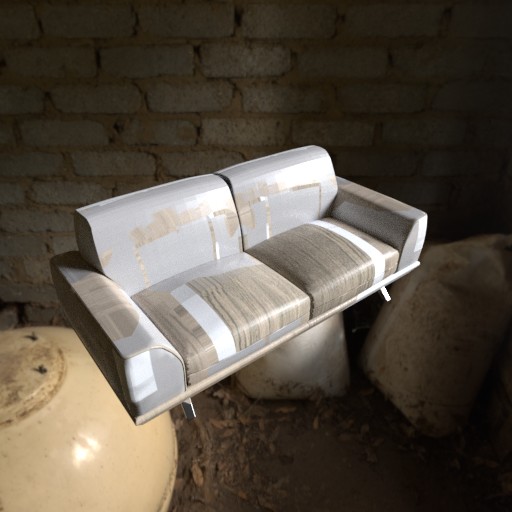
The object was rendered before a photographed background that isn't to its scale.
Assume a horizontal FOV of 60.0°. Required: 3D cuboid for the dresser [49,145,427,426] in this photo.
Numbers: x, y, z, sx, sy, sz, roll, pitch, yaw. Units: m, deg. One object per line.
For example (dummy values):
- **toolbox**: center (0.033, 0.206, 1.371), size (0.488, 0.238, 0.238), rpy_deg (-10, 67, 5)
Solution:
- **dresser**: center (0.000, 0.000, 5.946), size (4.679, 1.863, 2.251), rpy_deg (-23, 38, -32)
